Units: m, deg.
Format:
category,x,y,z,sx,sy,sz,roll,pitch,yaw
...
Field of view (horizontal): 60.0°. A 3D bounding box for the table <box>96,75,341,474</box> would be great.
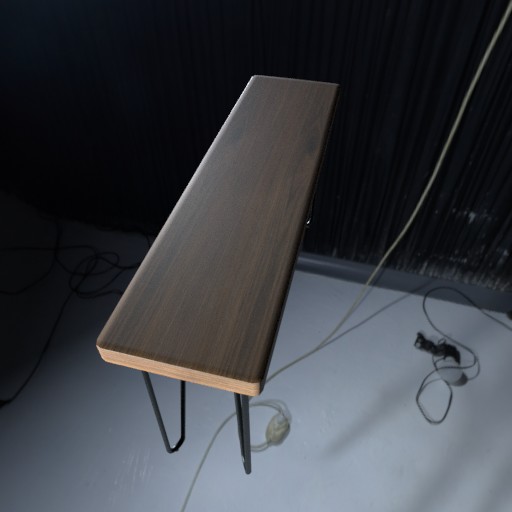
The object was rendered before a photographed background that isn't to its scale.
category,x,y,z,sx,sy,sz,roll,pitch,yaw
table,0.000,0.000,1.868,0.425,0.834,1.570,10,47,10
